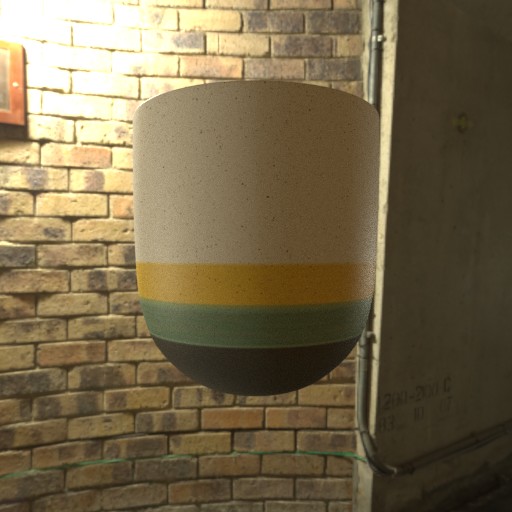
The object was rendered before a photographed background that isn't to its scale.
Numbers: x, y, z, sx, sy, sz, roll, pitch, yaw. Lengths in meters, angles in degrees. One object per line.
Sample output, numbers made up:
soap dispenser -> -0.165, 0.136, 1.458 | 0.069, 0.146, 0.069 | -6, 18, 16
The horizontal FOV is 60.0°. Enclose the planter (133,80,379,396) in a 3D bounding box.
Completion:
planter -> 0.000, 0.000, 0.364 | 0.195, 0.214, 0.195 | 0, 0, 0
